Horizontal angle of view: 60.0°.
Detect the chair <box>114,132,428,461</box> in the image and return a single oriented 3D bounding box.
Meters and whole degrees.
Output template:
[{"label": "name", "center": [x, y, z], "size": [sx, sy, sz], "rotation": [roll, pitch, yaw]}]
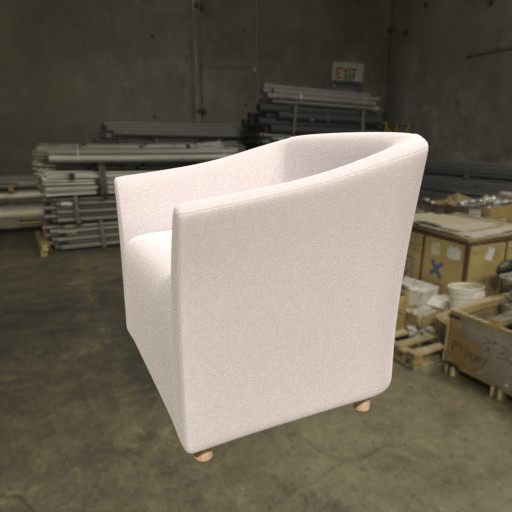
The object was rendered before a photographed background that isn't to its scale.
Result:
[{"label": "chair", "center": [0.000, 0.000, 1.333], "size": [0.700, 0.720, 0.790], "rotation": [-7, 16, -24]}]
